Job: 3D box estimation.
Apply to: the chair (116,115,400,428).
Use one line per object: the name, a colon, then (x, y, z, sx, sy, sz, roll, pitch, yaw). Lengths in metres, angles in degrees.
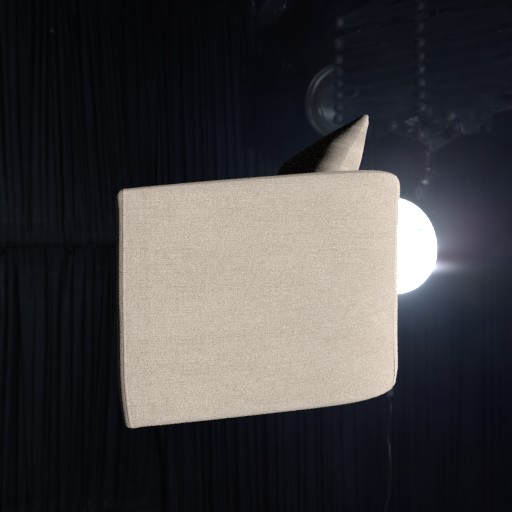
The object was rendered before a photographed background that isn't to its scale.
chair: (0.000, 0.000, 1.513, 0.910, 0.848, 0.845, 0, 0, -17)
